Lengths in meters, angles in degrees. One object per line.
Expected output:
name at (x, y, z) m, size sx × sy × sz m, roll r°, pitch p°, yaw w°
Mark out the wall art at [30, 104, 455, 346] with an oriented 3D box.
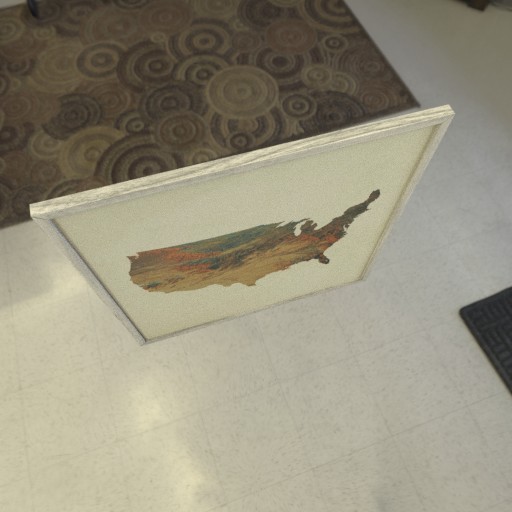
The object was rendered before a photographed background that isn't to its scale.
wall art at (0.000, 0.000, 0.736) m, size 0.508 × 0.507 × 0.016 m, roll -15°, pitch 64°, yaw -8°
